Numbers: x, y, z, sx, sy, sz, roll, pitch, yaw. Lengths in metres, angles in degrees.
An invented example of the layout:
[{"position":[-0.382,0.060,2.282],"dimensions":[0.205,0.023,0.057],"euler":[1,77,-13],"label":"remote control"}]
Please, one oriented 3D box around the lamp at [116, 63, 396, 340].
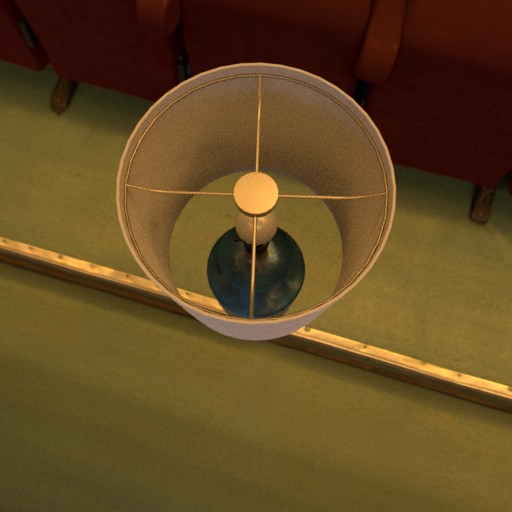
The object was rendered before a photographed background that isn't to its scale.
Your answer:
[{"position":[0.000,0.000,0.555],"dimensions":[0.211,0.455,0.211],"euler":[15,77,4],"label":"lamp"}]
